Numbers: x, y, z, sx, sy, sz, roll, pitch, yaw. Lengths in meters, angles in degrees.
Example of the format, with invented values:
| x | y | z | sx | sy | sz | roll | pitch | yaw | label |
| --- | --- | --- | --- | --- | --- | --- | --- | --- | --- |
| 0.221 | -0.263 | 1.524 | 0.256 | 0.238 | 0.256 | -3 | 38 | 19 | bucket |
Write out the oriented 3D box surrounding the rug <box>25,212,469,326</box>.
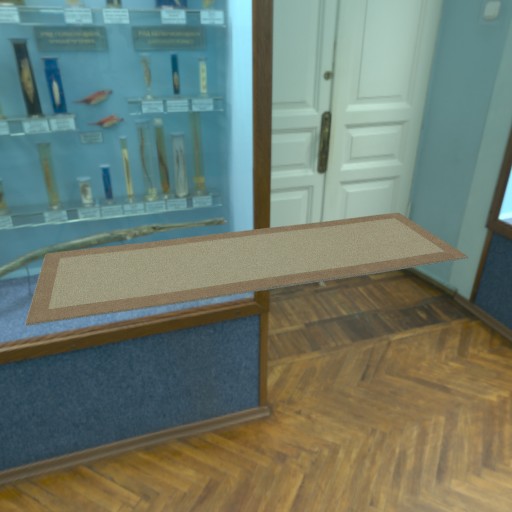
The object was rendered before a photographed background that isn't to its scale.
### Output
| x | y | z | sx | sy | sz | roll | pitch | yaw | label |
| --- | --- | --- | --- | --- | --- | --- | --- | --- | --- |
| 0.000 | 0.000 | 2.657 | 2.430 | 0.012 | 0.767 | -8 | 28 | -14 | rug |
